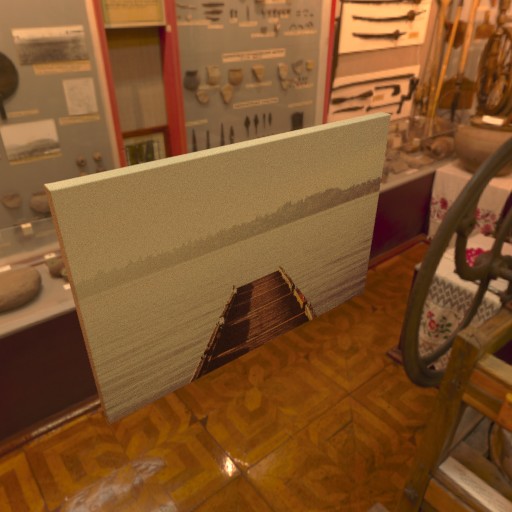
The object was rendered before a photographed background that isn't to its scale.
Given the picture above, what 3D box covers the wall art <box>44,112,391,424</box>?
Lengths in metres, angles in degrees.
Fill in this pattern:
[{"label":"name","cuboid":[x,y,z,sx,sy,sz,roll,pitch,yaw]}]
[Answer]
[{"label":"wall art","cuboid":[0.000,0.000,1.166,0.916,0.609,0.037,-21,37,-31]}]
